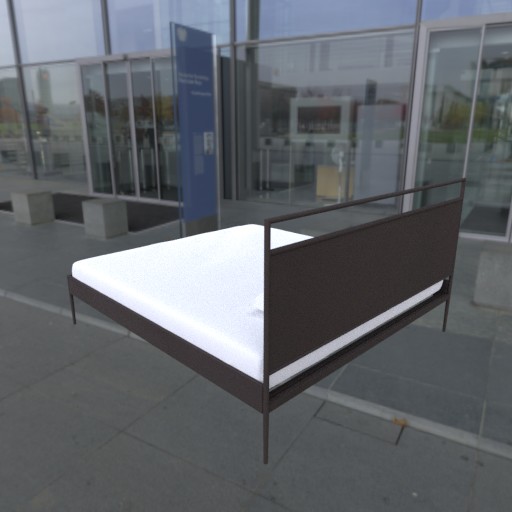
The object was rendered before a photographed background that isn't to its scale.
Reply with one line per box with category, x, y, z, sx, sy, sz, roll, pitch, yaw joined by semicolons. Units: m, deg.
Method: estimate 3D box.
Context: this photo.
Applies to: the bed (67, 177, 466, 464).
bed;0.000;0.000;3.308;1.993;1.173;2.151;-16;23;-42
